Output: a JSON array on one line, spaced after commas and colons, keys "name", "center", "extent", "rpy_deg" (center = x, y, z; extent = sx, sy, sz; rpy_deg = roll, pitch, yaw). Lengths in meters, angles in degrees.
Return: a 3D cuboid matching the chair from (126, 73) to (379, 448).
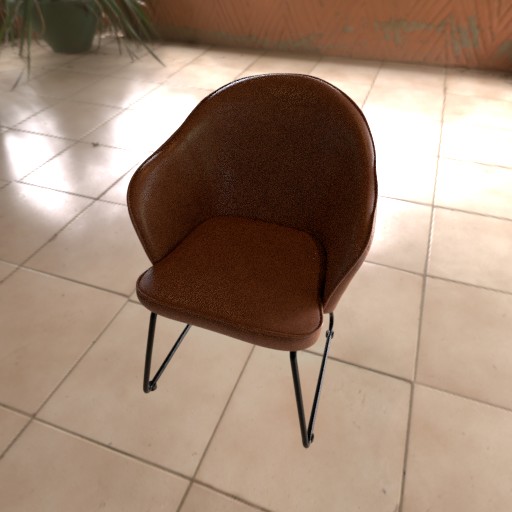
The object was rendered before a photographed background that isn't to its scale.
[{"name": "chair", "center": [0.000, 0.000, 1.196], "extent": [0.582, 0.785, 0.580], "rpy_deg": [13, 42, 14]}]
